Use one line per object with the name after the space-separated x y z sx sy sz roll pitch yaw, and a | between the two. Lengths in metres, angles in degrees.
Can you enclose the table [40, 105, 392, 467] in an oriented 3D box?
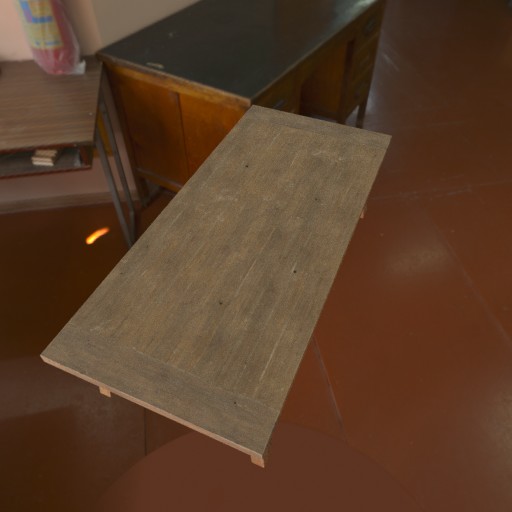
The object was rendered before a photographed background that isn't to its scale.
0.000 0.000 2.121 0.820 0.465 1.800 18 51 15 | table
